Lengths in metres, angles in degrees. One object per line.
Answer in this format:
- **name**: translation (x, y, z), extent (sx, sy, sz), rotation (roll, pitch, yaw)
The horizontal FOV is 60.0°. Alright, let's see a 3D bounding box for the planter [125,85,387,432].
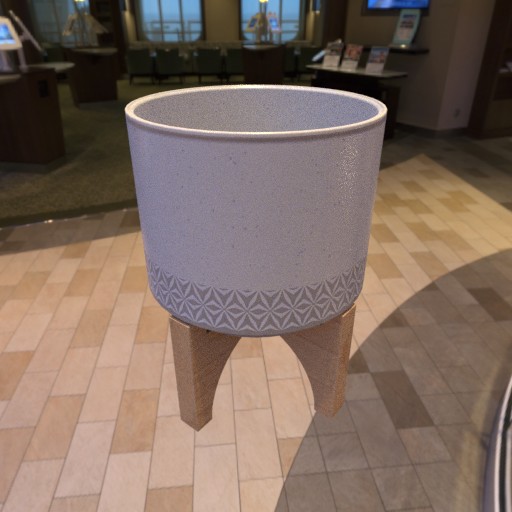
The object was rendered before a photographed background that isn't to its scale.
- **planter**: translation (0.000, 0.000, 0.268), extent (0.130, 0.178, 0.130), rotation (0, 29, 0)
